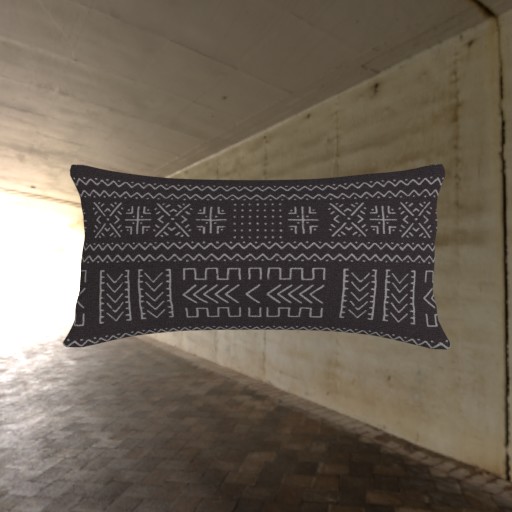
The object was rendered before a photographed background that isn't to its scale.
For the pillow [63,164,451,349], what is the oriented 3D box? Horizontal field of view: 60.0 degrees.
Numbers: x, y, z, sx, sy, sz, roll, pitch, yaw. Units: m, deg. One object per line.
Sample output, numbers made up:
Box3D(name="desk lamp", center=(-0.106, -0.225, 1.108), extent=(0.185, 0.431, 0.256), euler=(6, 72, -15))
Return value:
Box3D(name="pillow", center=(0.000, 0.000, 0.777), extent=(0.667, 0.322, 0.135), euler=(0, -2, 1))
